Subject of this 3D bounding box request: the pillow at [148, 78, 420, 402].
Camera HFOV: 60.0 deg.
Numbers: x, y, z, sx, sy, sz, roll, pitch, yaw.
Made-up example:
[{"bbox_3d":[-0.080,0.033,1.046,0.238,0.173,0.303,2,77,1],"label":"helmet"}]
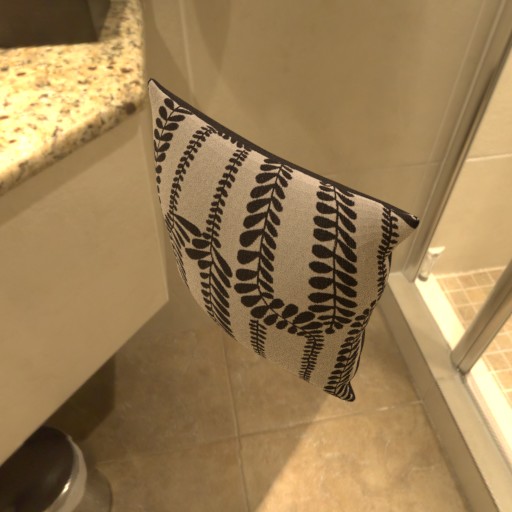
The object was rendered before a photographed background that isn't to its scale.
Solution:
[{"bbox_3d":[0.000,0.000,0.695,0.440,0.441,0.182,34,56,27],"label":"pillow"}]
